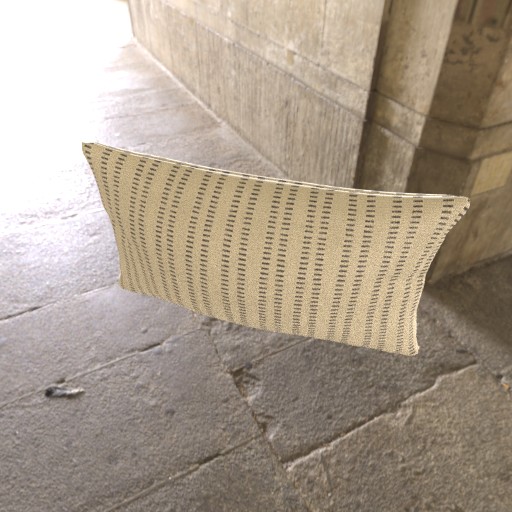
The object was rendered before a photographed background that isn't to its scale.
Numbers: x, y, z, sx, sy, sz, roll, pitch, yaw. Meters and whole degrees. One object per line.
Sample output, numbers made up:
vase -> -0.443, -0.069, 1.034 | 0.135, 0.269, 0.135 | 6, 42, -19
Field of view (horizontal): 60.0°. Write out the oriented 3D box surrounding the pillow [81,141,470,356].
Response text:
pillow -> 0.000, 0.000, 0.798 | 0.640, 0.353, 0.210 | 11, 42, 13
